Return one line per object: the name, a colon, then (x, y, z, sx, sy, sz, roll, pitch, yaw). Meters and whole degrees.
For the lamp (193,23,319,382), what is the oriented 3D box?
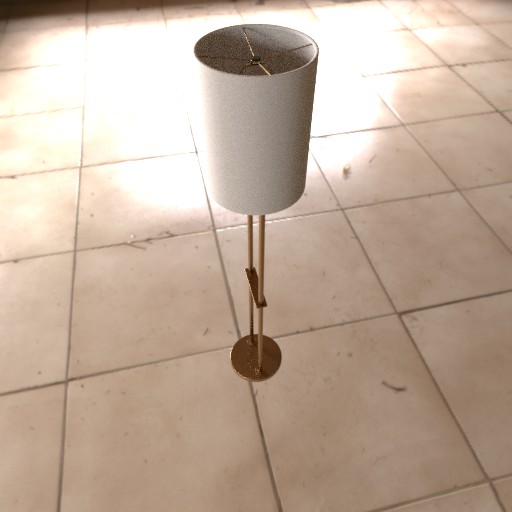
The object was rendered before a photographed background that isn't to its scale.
lamp: (0.000, 0.000, 1.628, 0.305, 1.500, 0.306, -10, 49, -9)
